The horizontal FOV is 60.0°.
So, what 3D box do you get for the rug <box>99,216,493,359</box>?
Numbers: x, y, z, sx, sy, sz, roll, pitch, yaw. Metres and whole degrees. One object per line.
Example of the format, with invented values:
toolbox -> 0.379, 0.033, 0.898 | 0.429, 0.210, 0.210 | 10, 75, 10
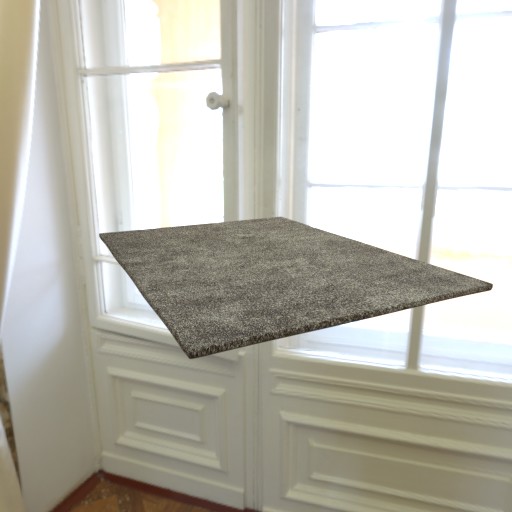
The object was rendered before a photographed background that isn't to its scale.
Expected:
rug -> 0.000, 0.000, 2.097 | 1.198, 0.025, 1.601 | -8, 17, -26
